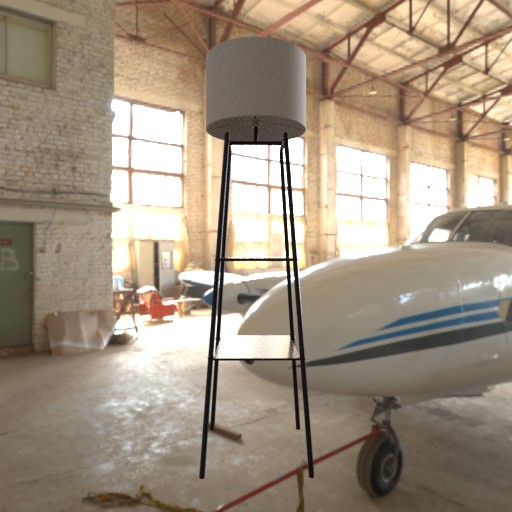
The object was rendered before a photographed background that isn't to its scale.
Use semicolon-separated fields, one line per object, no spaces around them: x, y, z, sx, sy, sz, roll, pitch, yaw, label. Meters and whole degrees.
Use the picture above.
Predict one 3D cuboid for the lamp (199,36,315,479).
0.000;0.000;1.675;0.384;1.474;0.427;0;0;-1;lamp
